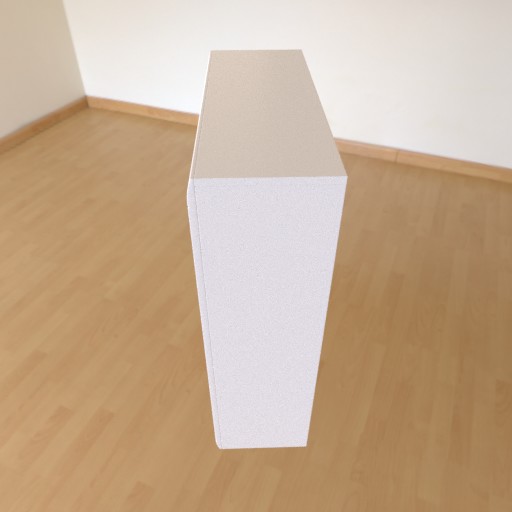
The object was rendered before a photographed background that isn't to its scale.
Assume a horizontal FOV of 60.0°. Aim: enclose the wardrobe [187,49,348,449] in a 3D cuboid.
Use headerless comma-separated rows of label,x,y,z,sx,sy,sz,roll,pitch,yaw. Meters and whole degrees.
wardrobe,0.000,0.000,1.658,0.360,1.200,0.900,-1,41,-1
